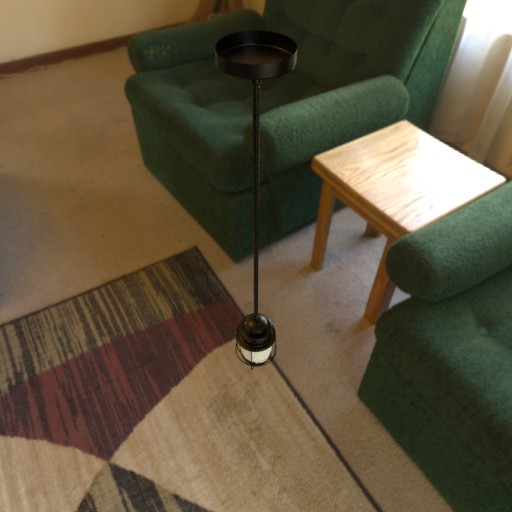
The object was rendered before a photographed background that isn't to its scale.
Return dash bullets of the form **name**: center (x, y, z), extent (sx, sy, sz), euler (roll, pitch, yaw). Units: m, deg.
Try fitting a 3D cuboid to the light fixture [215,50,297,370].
- **light fixture**: center (0.000, 0.000, 0.999), extent (0.123, 0.920, 0.123), euler (32, 55, 26)
